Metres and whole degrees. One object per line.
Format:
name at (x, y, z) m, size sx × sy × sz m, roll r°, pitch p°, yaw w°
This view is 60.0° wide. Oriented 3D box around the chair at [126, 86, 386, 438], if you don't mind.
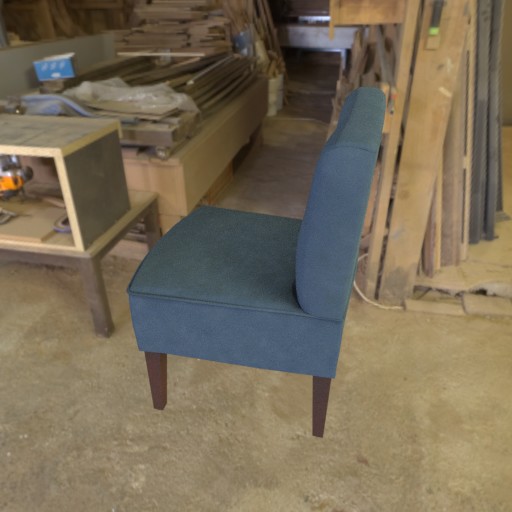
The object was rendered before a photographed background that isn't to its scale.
chair at (0.000, 0.000, 1.174) m, size 0.551 × 0.806 × 0.521 m, roll 8°, pitch 32°, yaw 13°
